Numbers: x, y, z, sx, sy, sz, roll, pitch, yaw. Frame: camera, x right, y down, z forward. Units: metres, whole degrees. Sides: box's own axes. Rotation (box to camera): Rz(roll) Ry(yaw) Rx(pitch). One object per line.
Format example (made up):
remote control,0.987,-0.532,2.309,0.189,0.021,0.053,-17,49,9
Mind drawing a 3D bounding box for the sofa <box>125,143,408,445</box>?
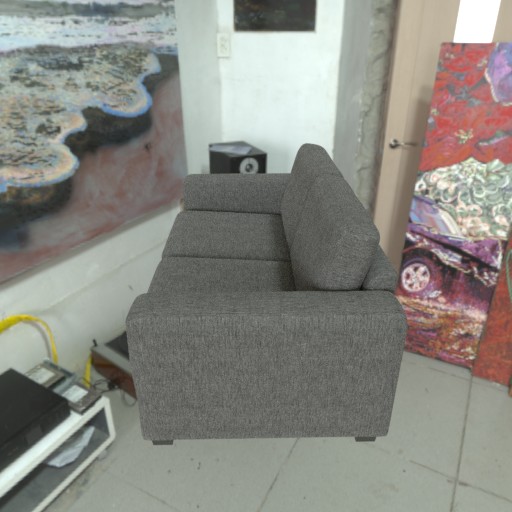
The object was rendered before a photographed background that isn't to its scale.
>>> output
sofa,0.000,0.000,2.050,0.900,0.800,1.520,-1,27,-1
